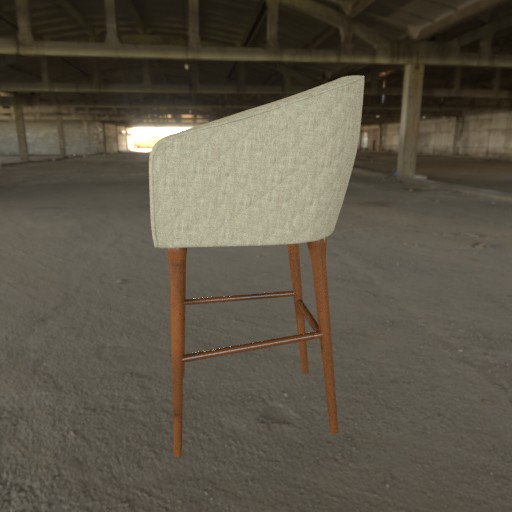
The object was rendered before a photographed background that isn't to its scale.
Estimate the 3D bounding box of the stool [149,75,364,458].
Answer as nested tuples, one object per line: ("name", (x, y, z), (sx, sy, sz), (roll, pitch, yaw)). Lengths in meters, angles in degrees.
("stool", (0.000, 0.000, 1.422), (0.607, 1.078, 0.559), (-2, 15, -8))
